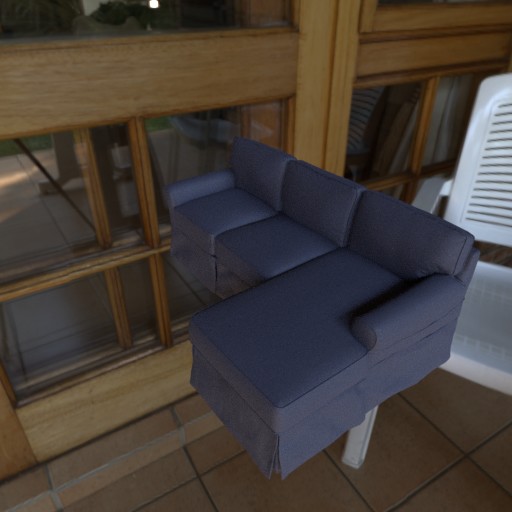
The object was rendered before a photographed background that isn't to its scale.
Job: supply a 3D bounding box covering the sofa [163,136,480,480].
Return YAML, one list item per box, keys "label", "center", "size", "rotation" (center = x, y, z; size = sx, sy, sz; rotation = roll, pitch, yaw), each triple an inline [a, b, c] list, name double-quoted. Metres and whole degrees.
- label: "sofa"
  center: [0.000, 0.000, 3.309]
  size: [1.637, 1.039, 2.518]
  rotation: [-22, 38, -31]
